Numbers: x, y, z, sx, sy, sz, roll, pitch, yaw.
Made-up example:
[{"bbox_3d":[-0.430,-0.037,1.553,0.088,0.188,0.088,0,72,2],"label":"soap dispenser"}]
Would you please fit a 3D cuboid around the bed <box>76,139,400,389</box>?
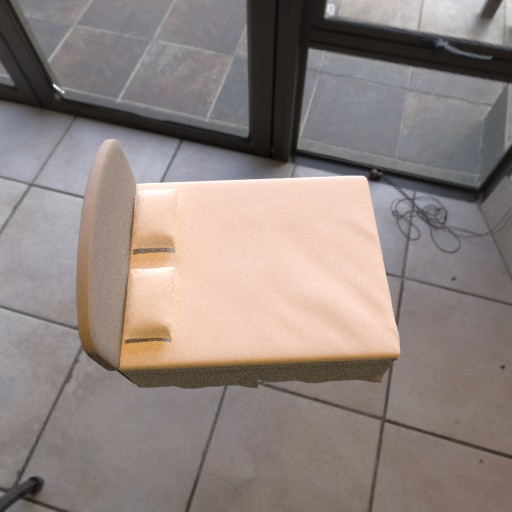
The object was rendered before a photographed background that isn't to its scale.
[{"bbox_3d":[0.000,0.000,3.183,2.005,1.410,1.607,-2,63,-1],"label":"bed"}]
